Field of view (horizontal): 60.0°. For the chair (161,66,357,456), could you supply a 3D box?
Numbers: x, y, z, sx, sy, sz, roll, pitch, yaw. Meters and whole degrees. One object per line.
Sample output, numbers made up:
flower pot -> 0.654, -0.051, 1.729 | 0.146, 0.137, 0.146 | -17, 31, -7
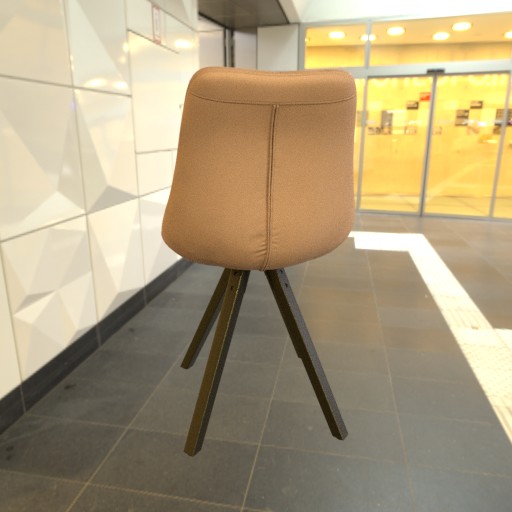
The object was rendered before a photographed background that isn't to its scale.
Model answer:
chair -> 0.000, 0.000, 1.178 | 0.483, 0.865, 0.547 | -2, 16, -8
